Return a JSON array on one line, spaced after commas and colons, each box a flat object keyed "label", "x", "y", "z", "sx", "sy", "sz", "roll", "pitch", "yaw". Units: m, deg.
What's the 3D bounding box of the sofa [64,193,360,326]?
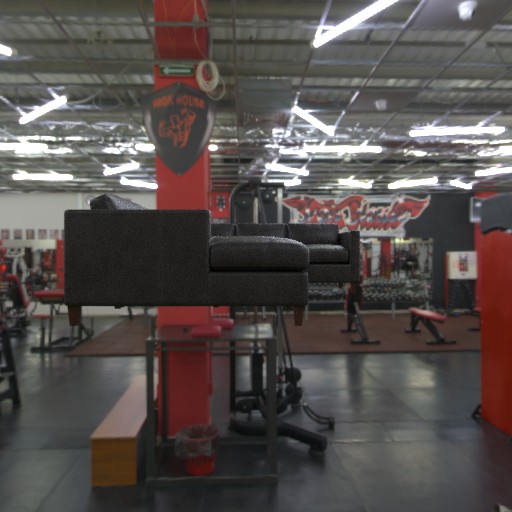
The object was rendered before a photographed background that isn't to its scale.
[{"label": "sofa", "x": 0.000, "y": 0.000, "z": 4.466, "sx": 2.452, "sy": 0.891, "sz": 3.324, "roll": 0, "pitch": 0, "yaw": 0}]
